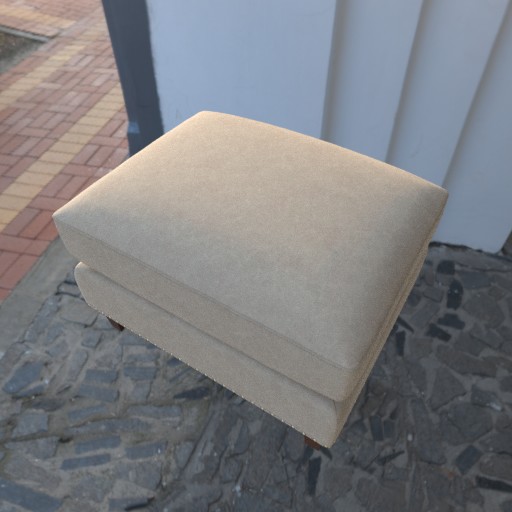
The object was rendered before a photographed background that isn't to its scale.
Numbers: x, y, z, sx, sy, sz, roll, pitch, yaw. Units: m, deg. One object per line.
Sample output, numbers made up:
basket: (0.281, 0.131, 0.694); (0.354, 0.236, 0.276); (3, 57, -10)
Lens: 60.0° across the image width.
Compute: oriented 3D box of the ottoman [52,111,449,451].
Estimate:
ottoman: (0.000, 0.000, 1.139); (0.741, 0.513, 0.584); (24, 51, 22)
